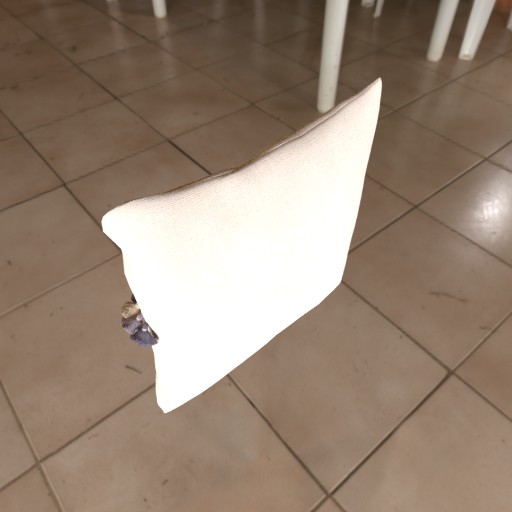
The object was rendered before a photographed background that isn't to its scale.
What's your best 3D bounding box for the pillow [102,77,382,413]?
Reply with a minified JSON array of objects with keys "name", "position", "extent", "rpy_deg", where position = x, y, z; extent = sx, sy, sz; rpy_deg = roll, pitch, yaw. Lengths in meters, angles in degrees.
[{"name":"pillow","position":[0.000,0.000,0.745],"extent":[0.489,0.481,0.165],"rpy_deg":[-33,56,-26]}]
